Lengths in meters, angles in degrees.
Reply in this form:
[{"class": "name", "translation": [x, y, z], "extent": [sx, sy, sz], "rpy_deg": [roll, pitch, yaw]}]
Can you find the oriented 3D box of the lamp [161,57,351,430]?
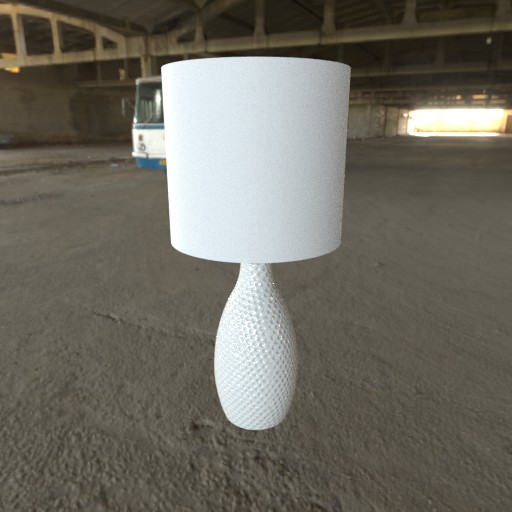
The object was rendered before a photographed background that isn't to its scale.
[{"class": "lamp", "translation": [0.000, 0.000, 0.577], "extent": [0.214, 0.466, 0.214], "rpy_deg": [8, 18, 25]}]
